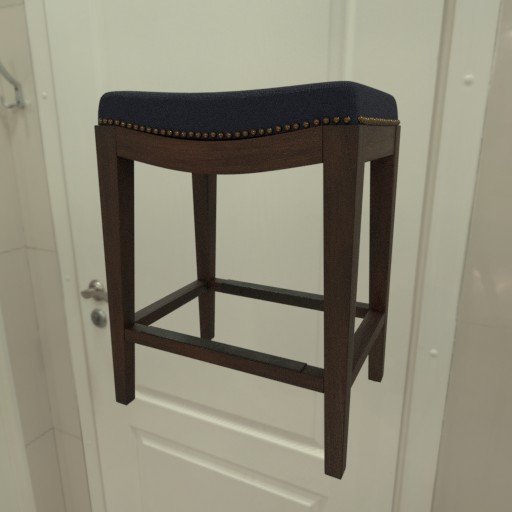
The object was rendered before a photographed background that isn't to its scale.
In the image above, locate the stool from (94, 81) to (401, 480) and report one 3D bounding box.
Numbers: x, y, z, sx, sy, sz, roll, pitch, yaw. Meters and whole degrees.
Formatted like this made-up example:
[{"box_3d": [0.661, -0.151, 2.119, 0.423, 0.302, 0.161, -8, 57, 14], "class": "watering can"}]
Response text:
[{"box_3d": [0.000, 0.000, 0.921, 0.500, 0.642, 0.361, 8, 18, 25], "class": "stool"}]
